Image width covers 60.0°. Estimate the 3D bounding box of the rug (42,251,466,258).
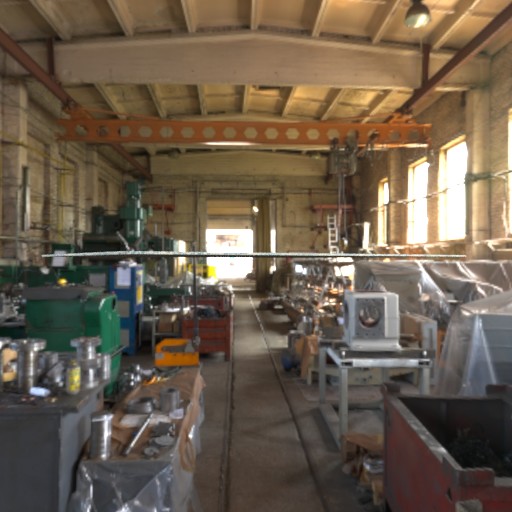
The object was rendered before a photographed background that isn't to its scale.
[{"bbox_3d":[0.000,0.000,2.301,1.820,0.009,1.260,0,-1,-36],"label":"rug"}]
